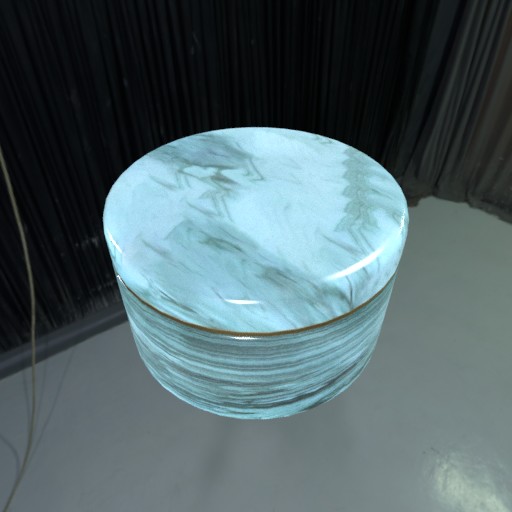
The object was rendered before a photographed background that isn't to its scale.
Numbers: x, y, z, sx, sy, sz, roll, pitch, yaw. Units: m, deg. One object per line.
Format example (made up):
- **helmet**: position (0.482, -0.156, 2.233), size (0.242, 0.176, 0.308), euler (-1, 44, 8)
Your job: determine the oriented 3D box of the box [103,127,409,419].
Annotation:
- **box**: position (0.000, 0.000, 0.168), size (0.101, 0.063, 0.101), euler (0, 41, 0)
